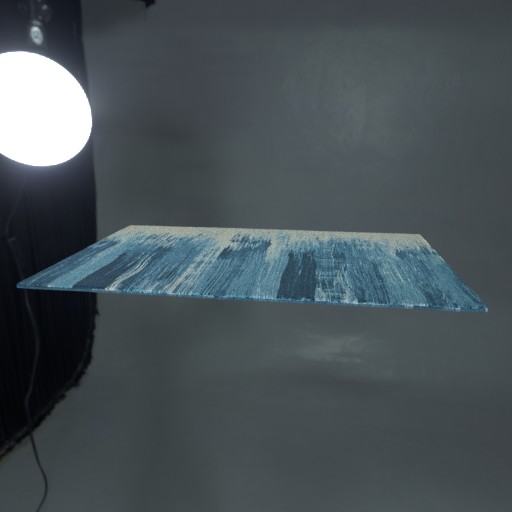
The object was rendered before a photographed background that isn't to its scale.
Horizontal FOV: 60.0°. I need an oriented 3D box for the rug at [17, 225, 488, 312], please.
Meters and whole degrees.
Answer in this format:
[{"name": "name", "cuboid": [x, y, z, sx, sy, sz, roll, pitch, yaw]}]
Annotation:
[{"name": "rug", "cuboid": [0.000, 0.000, 2.978, 2.450, 0.027, 1.540, 2, 16, 8]}]
